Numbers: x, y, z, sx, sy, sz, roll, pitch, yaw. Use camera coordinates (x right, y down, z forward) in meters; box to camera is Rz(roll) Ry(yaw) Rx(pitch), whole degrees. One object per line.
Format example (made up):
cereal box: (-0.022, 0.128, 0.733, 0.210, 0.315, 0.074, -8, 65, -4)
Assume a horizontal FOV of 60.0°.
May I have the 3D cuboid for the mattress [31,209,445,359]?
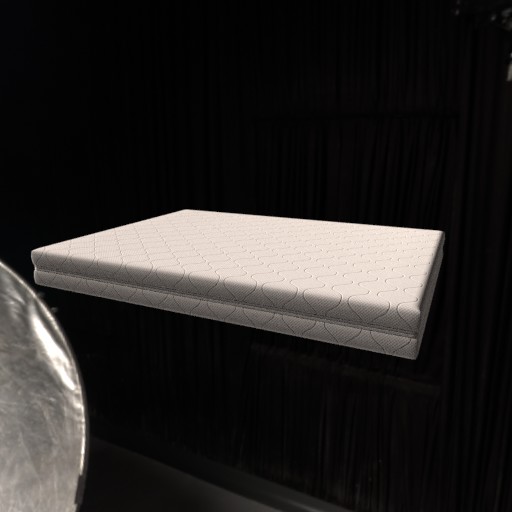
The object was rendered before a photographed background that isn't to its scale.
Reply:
mattress: (0.000, 0.000, 2.511, 1.900, 0.200, 1.400, 7, 17, 24)
